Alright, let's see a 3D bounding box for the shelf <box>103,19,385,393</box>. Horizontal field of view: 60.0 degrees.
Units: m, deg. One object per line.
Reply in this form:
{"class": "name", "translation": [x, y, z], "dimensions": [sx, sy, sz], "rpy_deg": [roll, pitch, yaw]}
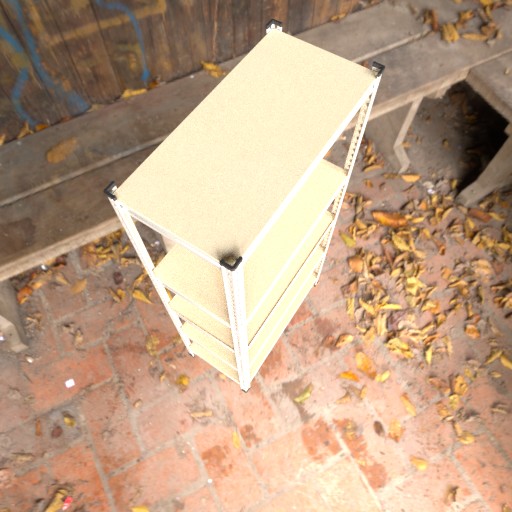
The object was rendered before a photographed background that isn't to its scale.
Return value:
{"class": "shelf", "translation": [0.000, 0.000, 2.199], "dimensions": [0.457, 1.829, 0.914], "rpy_deg": [30, 67, 14]}
